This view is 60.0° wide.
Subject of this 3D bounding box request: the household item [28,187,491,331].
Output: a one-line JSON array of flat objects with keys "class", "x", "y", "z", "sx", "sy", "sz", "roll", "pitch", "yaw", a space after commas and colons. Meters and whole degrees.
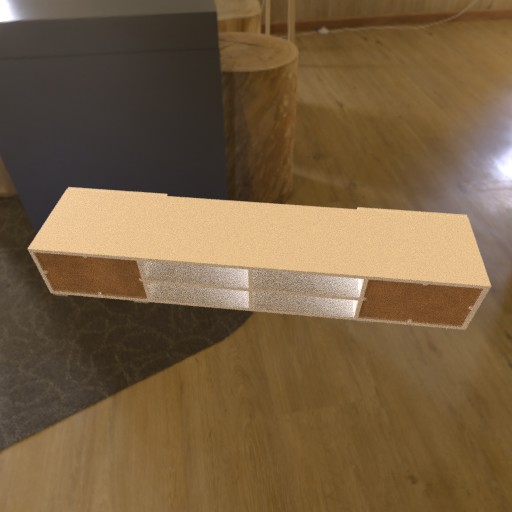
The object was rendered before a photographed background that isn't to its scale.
[{"class": "household item", "x": 0.000, "y": 0.000, "z": 2.015, "sx": 1.850, "sy": 0.310, "sz": 0.420, "roll": 5, "pitch": 46, "yaw": 4}]
